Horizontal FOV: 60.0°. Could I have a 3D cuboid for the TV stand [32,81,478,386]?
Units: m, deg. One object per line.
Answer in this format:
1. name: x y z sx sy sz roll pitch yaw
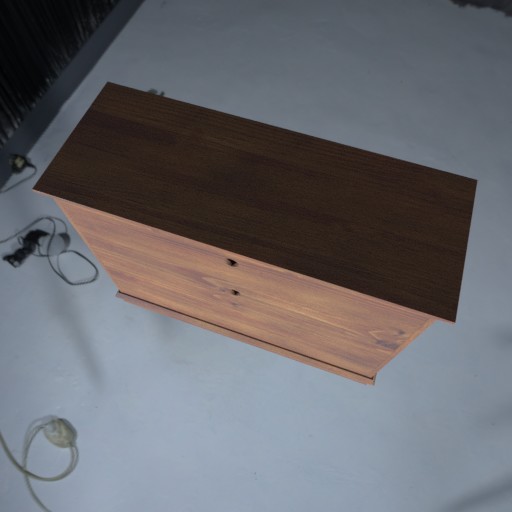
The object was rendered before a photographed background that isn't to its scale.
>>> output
1. TV stand: 0.000 0.000 1.497 1.067 0.813 0.406 17 65 9
